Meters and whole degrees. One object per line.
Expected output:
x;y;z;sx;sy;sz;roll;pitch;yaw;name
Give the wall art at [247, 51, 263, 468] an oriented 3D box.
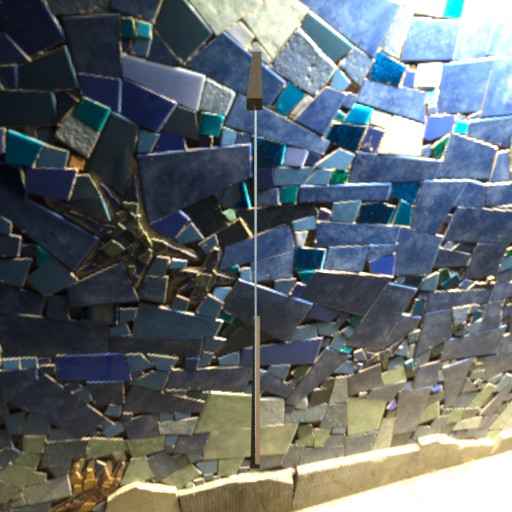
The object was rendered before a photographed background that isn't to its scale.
0.000;0.000;1.297;0.027;1.020;0.669;0;31;0;wall art
